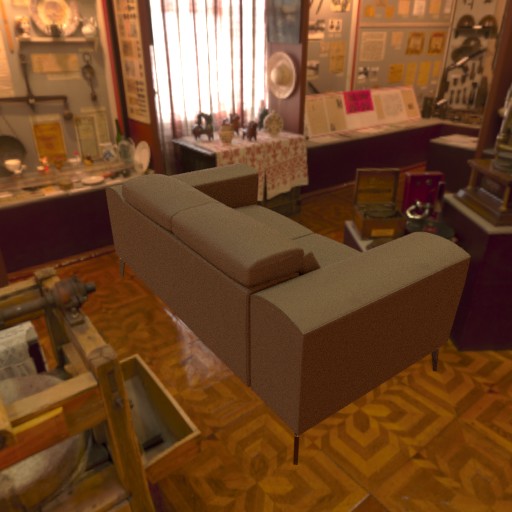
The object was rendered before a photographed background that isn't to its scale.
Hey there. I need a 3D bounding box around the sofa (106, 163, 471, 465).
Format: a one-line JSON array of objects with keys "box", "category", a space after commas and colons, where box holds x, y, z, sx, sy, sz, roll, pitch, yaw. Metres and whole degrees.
[{"box": [0.000, 0.000, 2.454, 1.003, 0.779, 1.895, -18, 32, -32], "category": "sofa"}]
